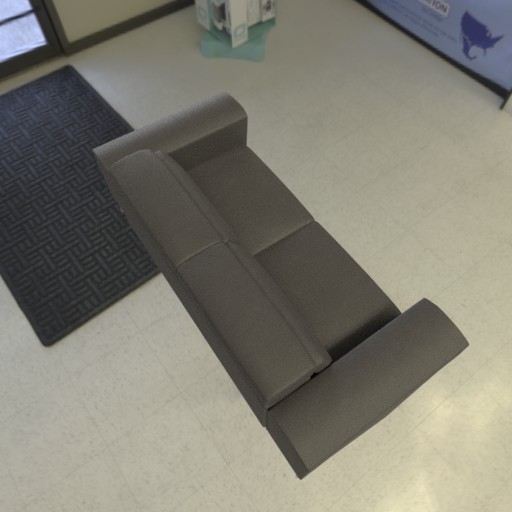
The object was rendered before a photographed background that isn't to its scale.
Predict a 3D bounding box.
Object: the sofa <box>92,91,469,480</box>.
[{"bbox_3d":[0.000,0.000,2.755,1.048,0.814,2.330,-30,64,-17],"label":"sofa"}]
